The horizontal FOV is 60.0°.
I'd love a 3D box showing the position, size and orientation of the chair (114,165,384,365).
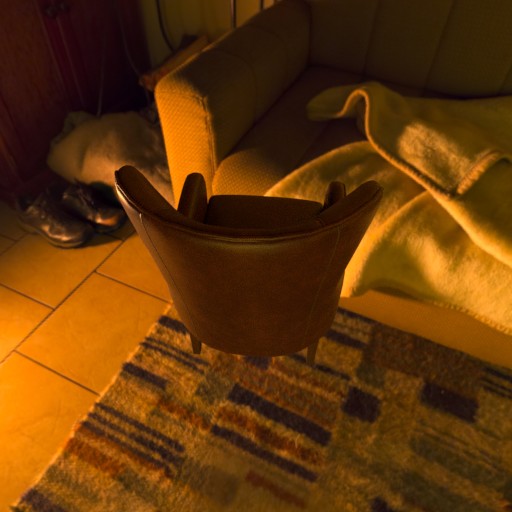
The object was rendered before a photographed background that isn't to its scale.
[{"bbox_3d":[0.000,0.000,1.646,0.692,1.048,0.914,4,46,4],"label":"chair"}]
